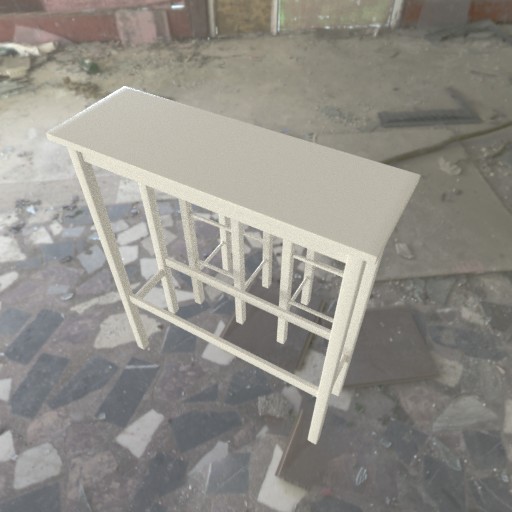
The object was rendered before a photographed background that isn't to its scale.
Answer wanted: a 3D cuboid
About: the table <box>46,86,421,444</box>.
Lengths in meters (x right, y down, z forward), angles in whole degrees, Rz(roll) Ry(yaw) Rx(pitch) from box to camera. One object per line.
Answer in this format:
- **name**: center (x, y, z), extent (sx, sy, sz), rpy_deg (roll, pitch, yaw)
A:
- **table**: center (0.000, 0.000, 1.599), extent (0.915, 1.065, 0.650), rpy_deg (23, 51, 20)
